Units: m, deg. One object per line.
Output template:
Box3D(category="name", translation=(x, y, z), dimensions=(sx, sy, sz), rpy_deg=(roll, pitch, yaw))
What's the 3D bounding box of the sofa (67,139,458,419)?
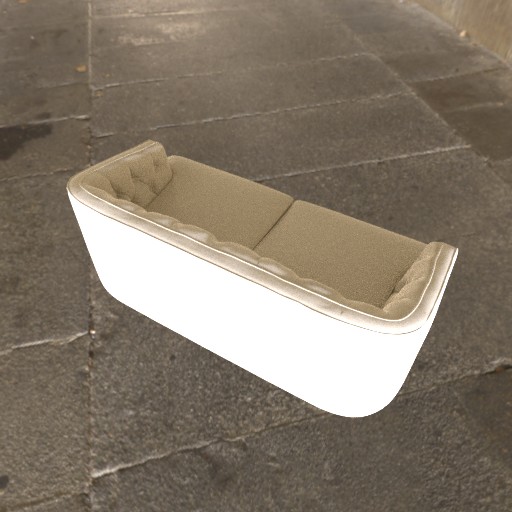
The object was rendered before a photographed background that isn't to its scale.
Box3D(category="sofa", translation=(0.000, 0.000, 2.251), dimensions=(1.733, 0.855, 0.941), rpy_deg=(23, 51, 21))
